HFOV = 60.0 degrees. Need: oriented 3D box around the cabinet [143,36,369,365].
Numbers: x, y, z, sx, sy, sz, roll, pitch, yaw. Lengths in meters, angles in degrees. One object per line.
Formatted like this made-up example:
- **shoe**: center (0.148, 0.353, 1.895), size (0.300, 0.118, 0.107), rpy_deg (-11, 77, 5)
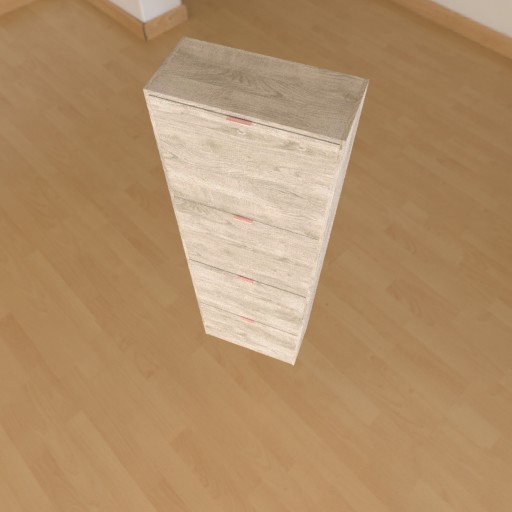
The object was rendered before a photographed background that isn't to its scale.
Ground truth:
- **cabinet**: center (0.000, 0.000, 1.804), size (0.520, 1.630, 0.250), rpy_deg (18, 60, 11)
